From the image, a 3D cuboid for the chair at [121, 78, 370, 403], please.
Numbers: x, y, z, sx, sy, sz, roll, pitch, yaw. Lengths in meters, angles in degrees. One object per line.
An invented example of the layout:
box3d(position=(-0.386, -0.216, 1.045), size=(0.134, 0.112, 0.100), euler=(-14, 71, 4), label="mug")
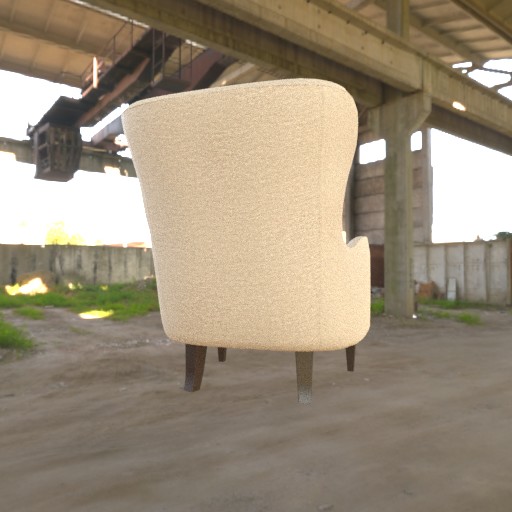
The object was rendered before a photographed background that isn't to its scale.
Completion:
box3d(position=(0.000, 0.000, 1.806), size=(0.861, 1.064, 0.984), euler=(0, -1, 19), label="chair")
